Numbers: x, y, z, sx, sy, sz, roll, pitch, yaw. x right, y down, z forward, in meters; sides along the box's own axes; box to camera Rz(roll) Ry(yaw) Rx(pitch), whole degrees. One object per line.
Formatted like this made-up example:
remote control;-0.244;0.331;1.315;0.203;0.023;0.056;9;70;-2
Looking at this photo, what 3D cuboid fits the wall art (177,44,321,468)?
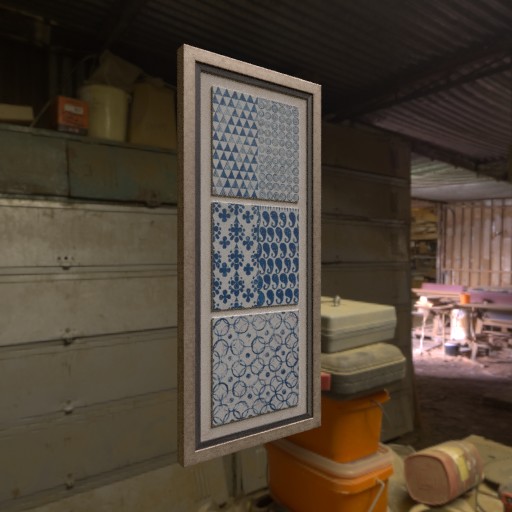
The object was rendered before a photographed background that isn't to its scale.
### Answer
wall art;0.000;0.000;1.734;0.648;1.461;0.051;0;0;-35
